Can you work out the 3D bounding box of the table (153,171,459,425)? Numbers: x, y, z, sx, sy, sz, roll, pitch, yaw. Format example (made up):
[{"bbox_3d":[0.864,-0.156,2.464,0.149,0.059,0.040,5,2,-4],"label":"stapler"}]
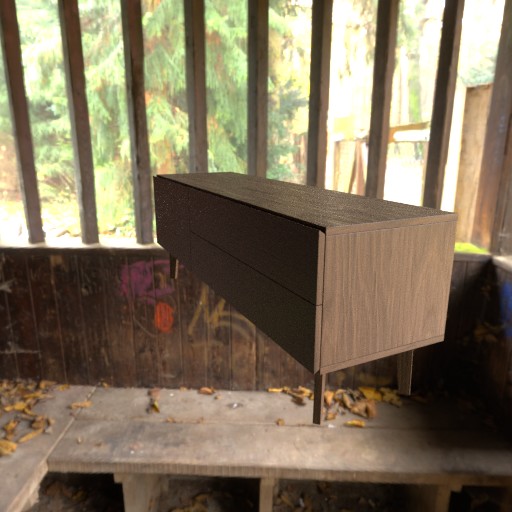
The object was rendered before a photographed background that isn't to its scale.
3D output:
[{"bbox_3d":[0.000,0.000,1.655,0.405,0.508,1.397,-7,17,-25],"label":"table"}]
